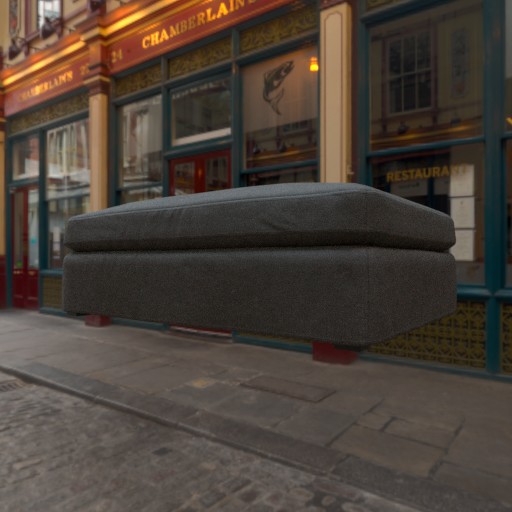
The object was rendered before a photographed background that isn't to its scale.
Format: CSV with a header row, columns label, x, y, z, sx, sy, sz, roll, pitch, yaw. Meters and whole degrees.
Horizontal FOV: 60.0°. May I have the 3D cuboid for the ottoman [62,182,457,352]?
label,x,y,z,sx,sy,sz,roll,pitch,yaw
ottoman,0.000,0.000,1.591,1.199,0.429,0.840,-1,-1,36
